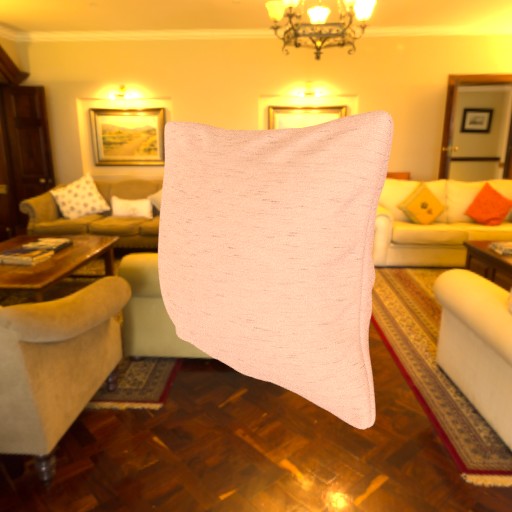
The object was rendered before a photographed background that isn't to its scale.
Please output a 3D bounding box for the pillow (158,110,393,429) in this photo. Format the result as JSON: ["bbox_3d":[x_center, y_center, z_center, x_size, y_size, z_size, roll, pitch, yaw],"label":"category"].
[{"bbox_3d":[0.000,0.000,0.690,0.432,0.415,0.246,14,20,42],"label":"pillow"}]
